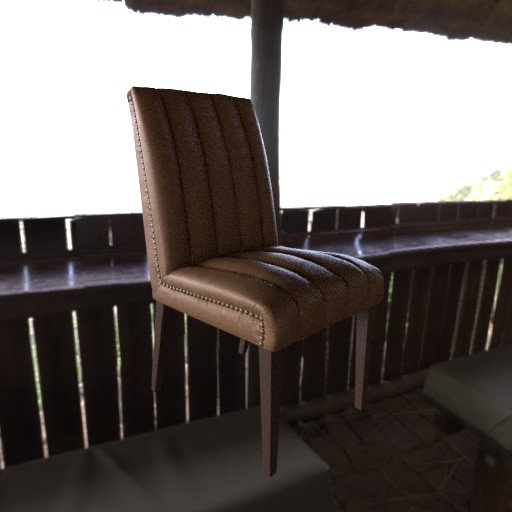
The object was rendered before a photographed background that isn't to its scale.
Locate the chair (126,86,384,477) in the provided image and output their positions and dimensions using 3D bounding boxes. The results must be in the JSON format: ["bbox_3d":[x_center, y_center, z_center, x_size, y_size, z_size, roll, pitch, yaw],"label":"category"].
[{"bbox_3d":[0.000,0.000,1.384,0.511,1.016,0.647,-13,19,-43],"label":"chair"}]
